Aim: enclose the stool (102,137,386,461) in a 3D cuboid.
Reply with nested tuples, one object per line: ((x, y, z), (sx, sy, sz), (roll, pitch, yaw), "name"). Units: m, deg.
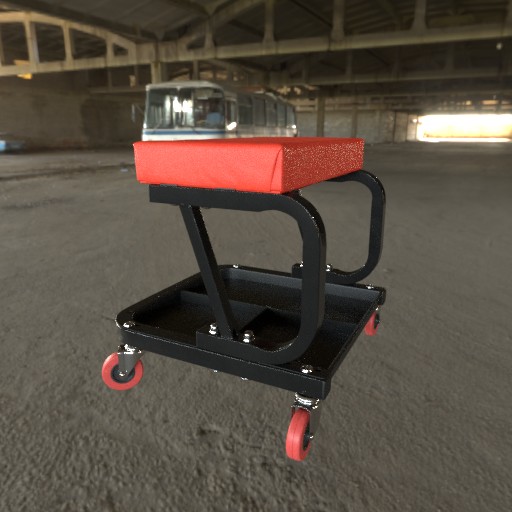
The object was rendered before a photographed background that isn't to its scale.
((0.000, 0.000, 0.742), (0.371, 0.380, 0.446), (8, 18, 26), "stool")
